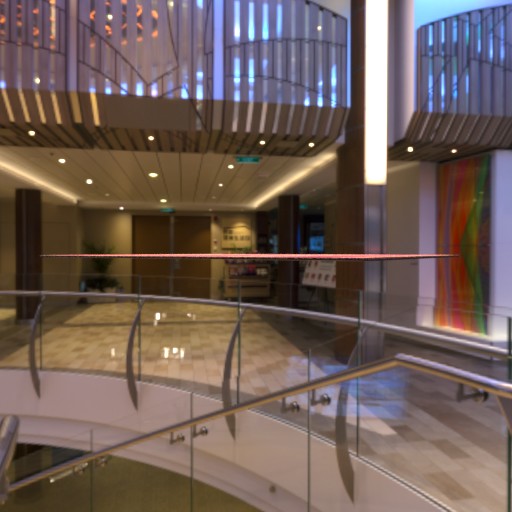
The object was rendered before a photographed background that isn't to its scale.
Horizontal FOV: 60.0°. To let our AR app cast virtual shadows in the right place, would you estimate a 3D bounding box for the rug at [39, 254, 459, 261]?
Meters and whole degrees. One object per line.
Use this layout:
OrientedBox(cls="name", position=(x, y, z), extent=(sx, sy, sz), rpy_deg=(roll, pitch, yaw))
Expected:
OrientedBox(cls="rug", position=(0.000, 0.000, 4.068), extent=(3.032, 0.020, 2.411), rpy_deg=(0, 1, 35))
